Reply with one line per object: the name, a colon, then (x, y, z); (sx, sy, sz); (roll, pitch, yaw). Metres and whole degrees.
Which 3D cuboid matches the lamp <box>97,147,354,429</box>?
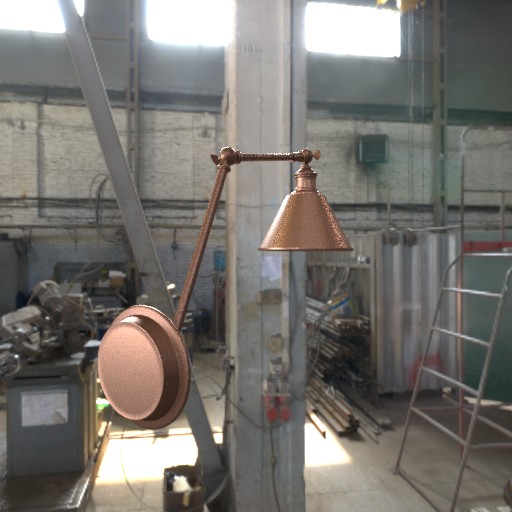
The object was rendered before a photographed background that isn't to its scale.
lamp: (0.000, 0.000, 0.880); (0.223, 0.502, 0.624); (0, 0, 35)
